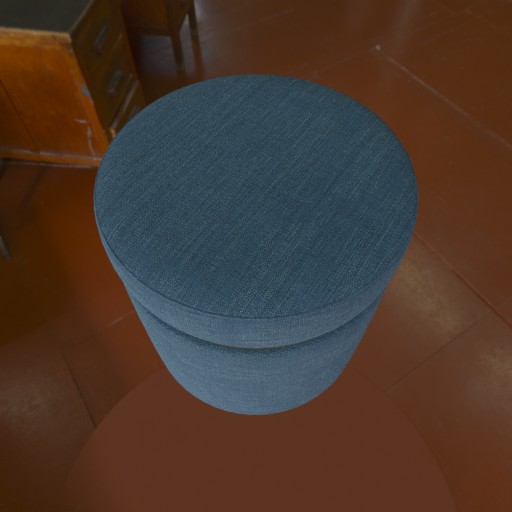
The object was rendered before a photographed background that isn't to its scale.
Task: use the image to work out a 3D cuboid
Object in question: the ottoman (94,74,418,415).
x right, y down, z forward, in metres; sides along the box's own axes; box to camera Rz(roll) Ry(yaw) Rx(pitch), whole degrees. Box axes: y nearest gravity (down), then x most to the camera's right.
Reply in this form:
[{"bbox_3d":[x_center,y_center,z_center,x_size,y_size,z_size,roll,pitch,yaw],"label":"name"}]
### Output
[{"bbox_3d":[0.000,0.000,0.698,0.398,0.406,0.398,0,57,0],"label":"ottoman"}]
